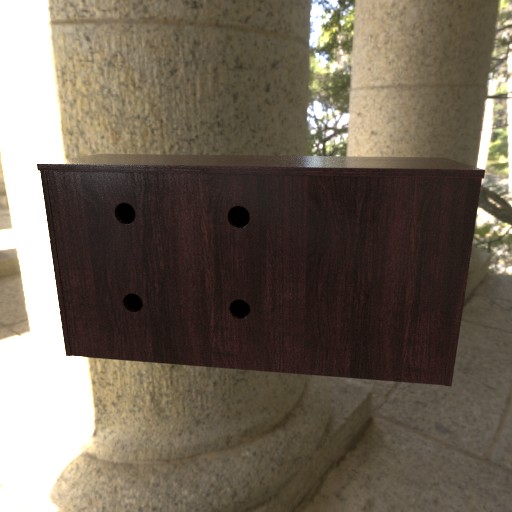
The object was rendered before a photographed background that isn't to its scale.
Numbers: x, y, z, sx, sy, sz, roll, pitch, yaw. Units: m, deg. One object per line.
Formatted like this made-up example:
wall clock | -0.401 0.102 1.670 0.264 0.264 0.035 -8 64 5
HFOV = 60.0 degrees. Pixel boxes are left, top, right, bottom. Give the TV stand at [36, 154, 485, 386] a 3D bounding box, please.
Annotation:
TV stand | 0.000 0.000 1.445 1.192 0.614 0.404 2 17 8
